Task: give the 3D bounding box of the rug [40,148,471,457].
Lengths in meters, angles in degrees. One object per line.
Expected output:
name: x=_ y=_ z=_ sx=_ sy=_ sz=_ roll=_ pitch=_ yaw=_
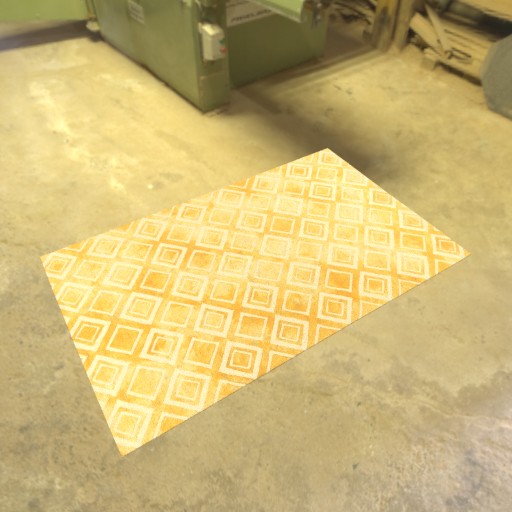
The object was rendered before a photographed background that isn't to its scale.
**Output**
rug: x=0.000 y=0.000 z=2.924 sx=2.424 sy=0.010 sz=1.511 roll=-25 pitch=51 yaw=-22
